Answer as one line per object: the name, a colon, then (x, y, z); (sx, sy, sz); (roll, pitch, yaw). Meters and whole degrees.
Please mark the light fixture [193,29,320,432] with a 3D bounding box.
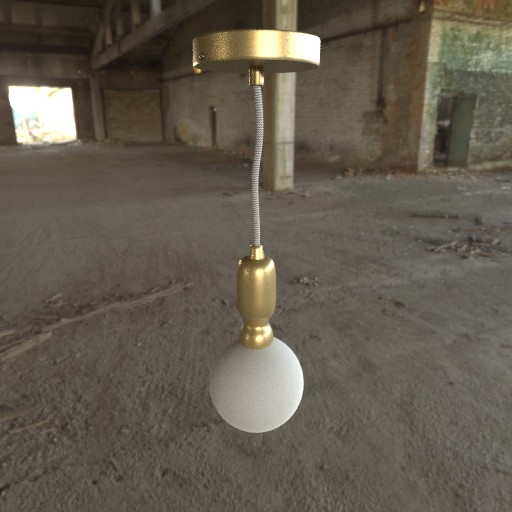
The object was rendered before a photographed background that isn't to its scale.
light fixture: (0.000, 0.000, 0.578); (0.147, 0.510, 0.146); (-9, 19, -27)
